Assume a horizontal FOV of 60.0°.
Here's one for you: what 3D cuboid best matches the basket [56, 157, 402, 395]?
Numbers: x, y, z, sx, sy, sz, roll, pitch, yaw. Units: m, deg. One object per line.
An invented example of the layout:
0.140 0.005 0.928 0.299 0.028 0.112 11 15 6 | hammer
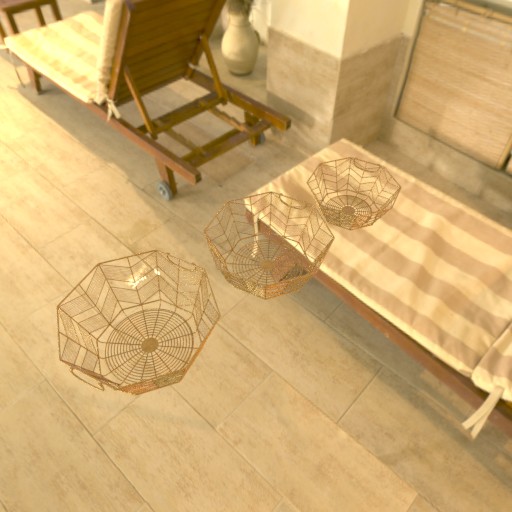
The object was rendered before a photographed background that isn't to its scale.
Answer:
0.000 0.000 1.392 1.245 0.178 0.432 -33 57 -26 | basket
